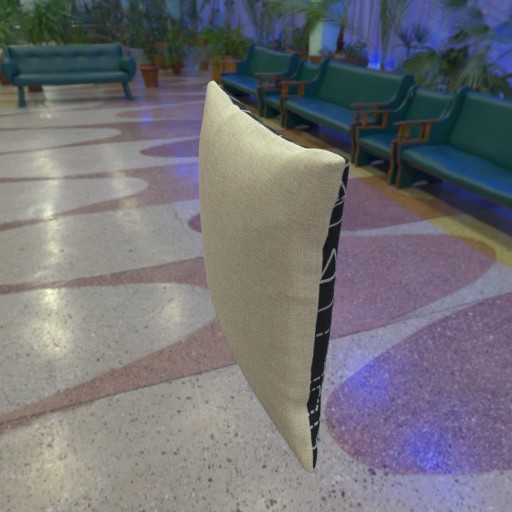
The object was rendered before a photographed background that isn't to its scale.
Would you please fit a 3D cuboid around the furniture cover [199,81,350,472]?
[{"bbox_3d":[0.000,0.000,0.777,0.158,0.508,0.517,-10,32,-17],"label":"furniture cover"}]
